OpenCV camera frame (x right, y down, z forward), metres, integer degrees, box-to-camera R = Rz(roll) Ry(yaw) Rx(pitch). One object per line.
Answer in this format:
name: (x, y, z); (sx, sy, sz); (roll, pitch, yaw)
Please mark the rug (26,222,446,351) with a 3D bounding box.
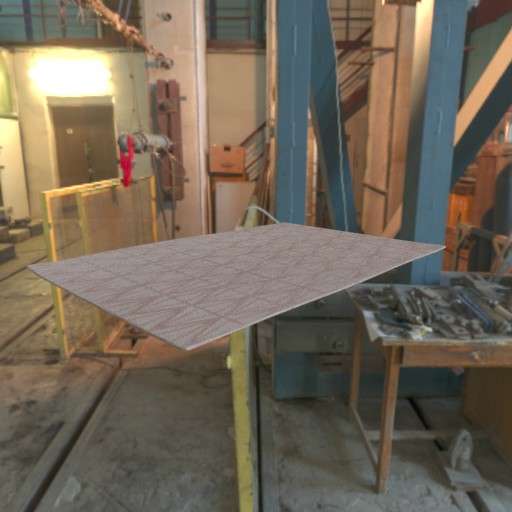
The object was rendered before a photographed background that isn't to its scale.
rug: (0.000, 0.000, 2.283); (1.230, 0.025, 1.837); (13, 19, 43)
